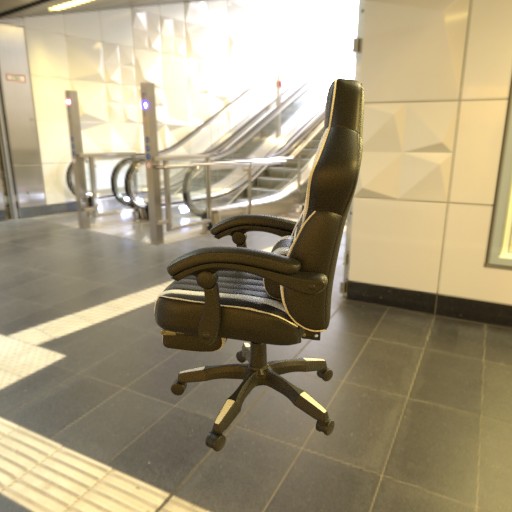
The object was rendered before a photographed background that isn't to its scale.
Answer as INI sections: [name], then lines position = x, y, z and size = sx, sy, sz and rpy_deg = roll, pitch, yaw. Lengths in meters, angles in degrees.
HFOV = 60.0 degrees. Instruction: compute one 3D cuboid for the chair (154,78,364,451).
[chair]
position = 0.000, 0.000, 1.633
size = 0.700, 1.200, 0.676
rpy_deg = 2, 15, 8
